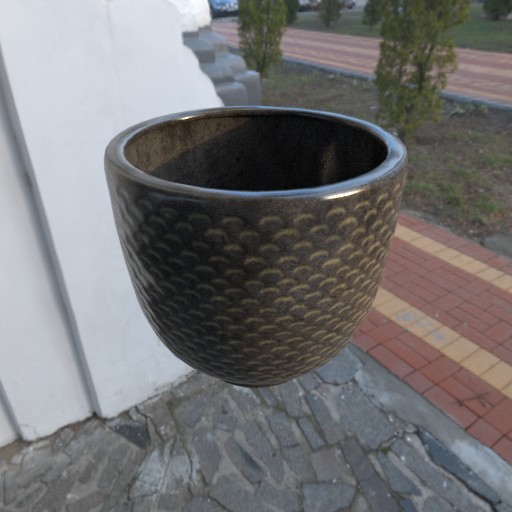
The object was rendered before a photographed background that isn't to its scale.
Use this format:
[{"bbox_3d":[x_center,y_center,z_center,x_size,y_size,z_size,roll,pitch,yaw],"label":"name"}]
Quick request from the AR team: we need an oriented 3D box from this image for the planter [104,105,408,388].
[{"bbox_3d":[0.000,0.000,0.299,0.172,0.160,0.172,0,31,0],"label":"planter"}]
